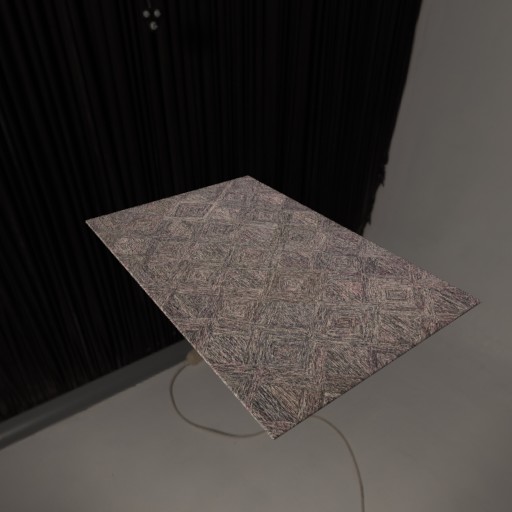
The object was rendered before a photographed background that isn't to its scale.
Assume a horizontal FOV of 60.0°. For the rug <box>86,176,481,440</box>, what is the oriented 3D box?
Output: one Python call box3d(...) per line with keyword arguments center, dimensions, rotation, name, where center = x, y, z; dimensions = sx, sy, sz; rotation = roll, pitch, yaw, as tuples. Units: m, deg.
box3d(center=(0.000, 0.000, 2.929), dimensions=(1.501, 0.017, 2.298), rotation=(-21, 38, -30), name="rug")
